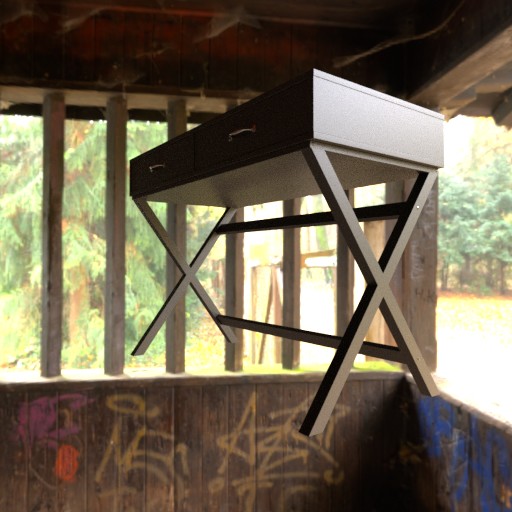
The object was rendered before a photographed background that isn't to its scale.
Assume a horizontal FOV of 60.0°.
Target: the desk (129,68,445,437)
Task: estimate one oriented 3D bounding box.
[{"bbox_3d":[0.000,0.000,1.500,0.525,0.780,1.057,0,-1,-37],"label":"desk"}]
